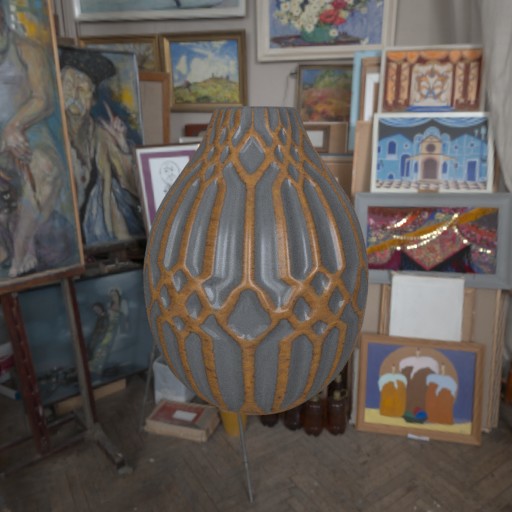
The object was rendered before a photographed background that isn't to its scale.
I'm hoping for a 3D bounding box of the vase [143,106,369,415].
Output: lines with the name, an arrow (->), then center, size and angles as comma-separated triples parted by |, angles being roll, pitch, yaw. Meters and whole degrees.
vase -> 0.000, 0.000, 0.138 | 0.069, 0.088, 0.069 | 0, 17, 0
